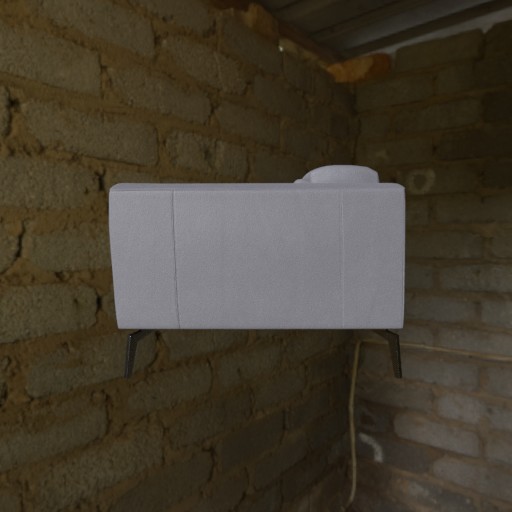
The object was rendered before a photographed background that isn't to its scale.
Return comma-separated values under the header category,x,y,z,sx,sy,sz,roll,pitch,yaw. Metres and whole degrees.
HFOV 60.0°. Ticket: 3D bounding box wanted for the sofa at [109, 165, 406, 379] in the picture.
category,x,y,z,sx,sy,sz,roll,pitch,yaw
sofa,0.000,0.000,2.382,1.003,0.779,1.895,0,1,0
